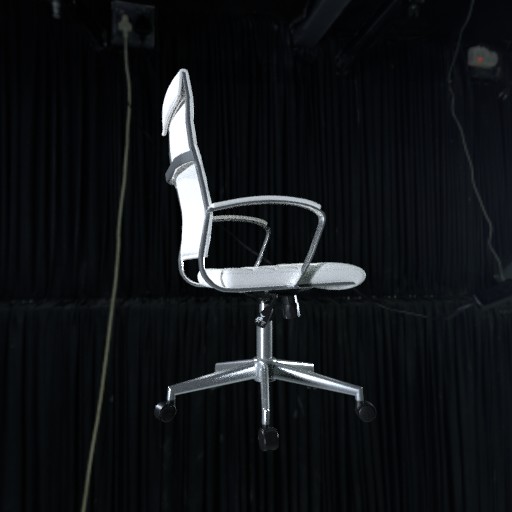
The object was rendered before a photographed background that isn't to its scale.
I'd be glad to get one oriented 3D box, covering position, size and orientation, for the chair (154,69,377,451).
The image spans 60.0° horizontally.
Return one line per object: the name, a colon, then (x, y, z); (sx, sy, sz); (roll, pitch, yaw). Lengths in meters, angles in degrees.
chair: (0.000, 0.000, 1.663); (0.739, 1.149, 0.766); (1, -2, -18)
